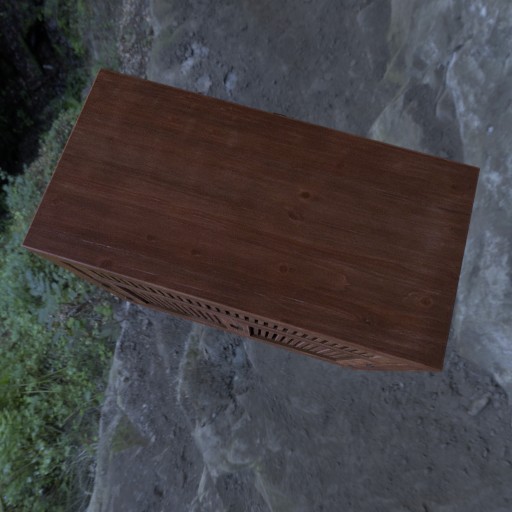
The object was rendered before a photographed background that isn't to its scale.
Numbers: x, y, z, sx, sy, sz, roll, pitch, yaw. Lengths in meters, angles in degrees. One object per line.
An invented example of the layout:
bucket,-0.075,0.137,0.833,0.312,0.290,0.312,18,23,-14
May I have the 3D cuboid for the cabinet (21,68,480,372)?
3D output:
cabinet,0.000,0.000,1.225,0.796,0.785,0.412,16,76,4
